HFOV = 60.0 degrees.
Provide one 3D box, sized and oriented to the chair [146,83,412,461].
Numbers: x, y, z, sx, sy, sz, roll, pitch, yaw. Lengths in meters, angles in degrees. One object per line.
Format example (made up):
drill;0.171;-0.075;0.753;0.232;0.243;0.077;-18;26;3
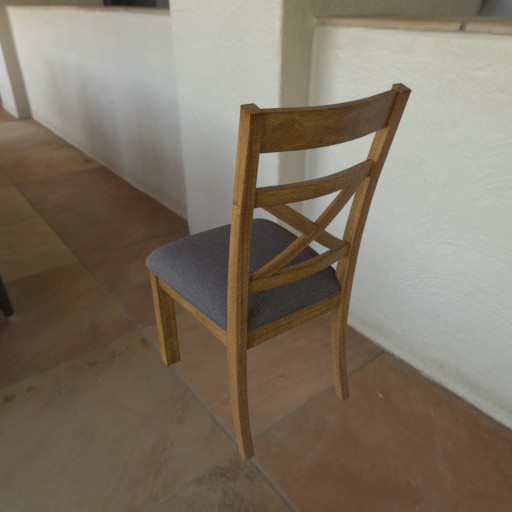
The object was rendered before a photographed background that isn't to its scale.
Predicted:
chair;0.000;0.000;1.254;0.470;0.949;0.581;-19;35;-30
